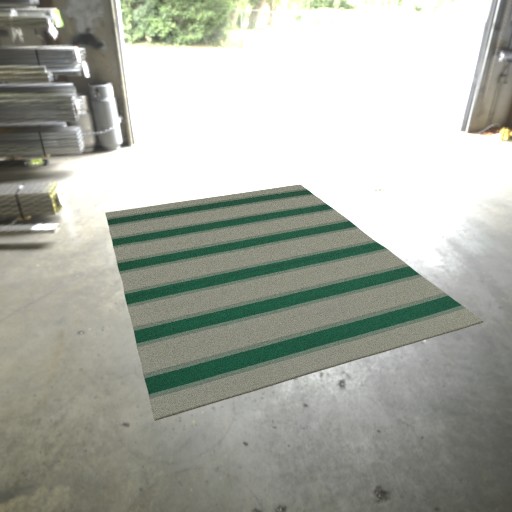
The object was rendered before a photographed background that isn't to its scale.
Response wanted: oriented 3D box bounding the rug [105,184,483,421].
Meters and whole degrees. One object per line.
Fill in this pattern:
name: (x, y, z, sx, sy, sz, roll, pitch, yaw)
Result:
rug: (0.000, 0.000, 4.115, 2.434, 0.019, 3.041, -11, 32, -18)
